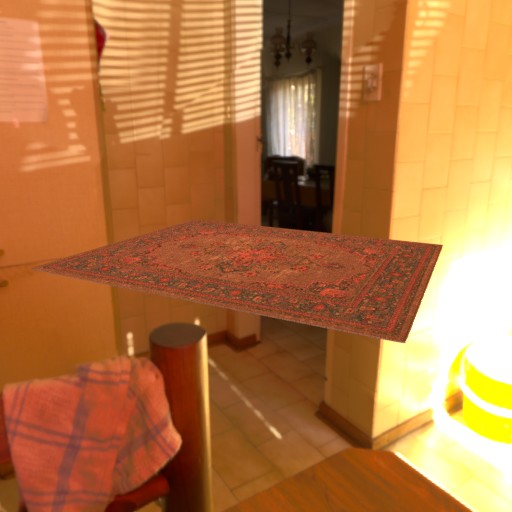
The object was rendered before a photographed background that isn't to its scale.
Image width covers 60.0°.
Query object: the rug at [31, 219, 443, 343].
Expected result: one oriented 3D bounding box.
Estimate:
[{"bbox_3d":[0.000,0.000,4.133,3.057,0.013,2.434,8,17,26],"label":"rug"}]
